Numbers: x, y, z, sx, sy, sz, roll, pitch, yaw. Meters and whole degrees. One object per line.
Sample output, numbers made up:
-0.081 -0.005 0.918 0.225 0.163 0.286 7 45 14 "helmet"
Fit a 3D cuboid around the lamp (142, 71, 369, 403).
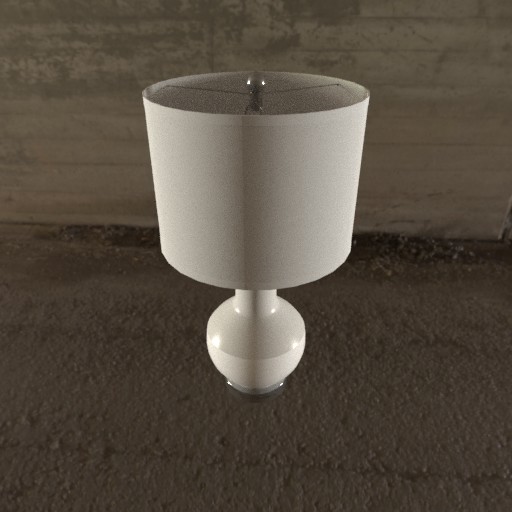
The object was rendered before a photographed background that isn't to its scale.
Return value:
0.000 0.000 0.867 0.357 0.673 0.357 -18 35 -28 "lamp"
